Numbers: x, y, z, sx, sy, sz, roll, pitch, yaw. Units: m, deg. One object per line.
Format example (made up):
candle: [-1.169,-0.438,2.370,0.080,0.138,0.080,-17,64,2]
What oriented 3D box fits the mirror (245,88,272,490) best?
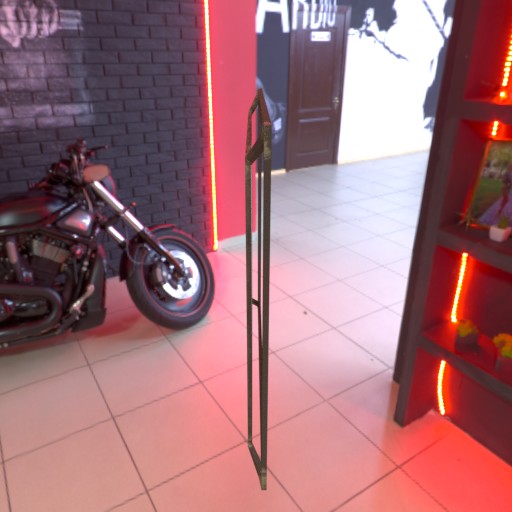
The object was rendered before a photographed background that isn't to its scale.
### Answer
mirror: [0.000,0.000,0.915,0.032,0.610,0.610,0,24,0]
